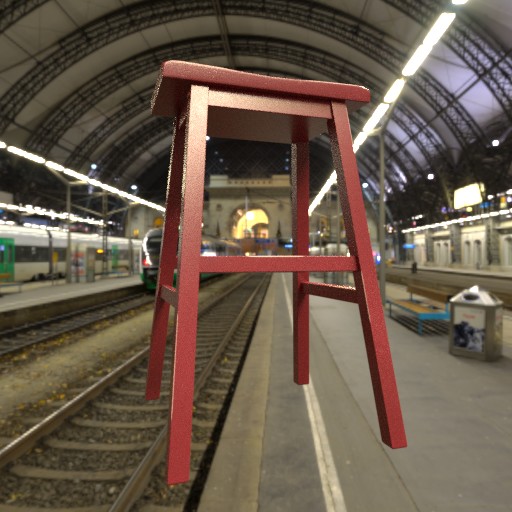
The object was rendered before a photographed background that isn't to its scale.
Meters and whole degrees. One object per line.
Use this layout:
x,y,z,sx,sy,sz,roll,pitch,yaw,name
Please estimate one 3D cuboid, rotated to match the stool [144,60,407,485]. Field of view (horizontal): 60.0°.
0.000,0.000,1.007,0.457,0.737,0.476,0,0,-18,stool
